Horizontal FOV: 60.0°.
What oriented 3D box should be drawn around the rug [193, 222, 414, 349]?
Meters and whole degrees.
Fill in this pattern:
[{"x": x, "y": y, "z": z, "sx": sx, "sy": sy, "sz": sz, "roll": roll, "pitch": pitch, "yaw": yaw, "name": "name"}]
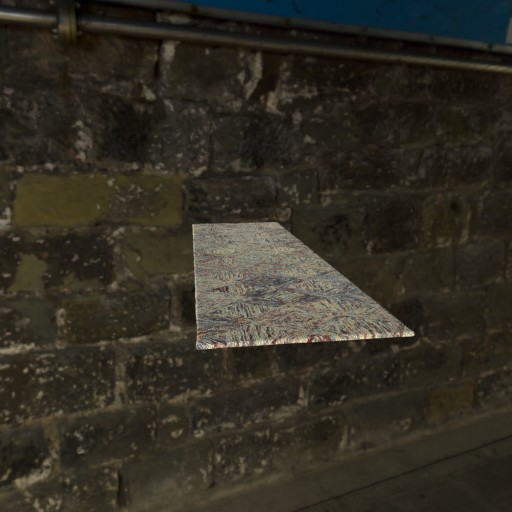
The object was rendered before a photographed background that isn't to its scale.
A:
[{"x": 0.000, "y": 0.000, "z": 2.457, "sx": 0.688, "sy": 0.015, "sz": 2.292, "roll": -2, "pitch": 13, "yaw": -8, "name": "rug"}]
